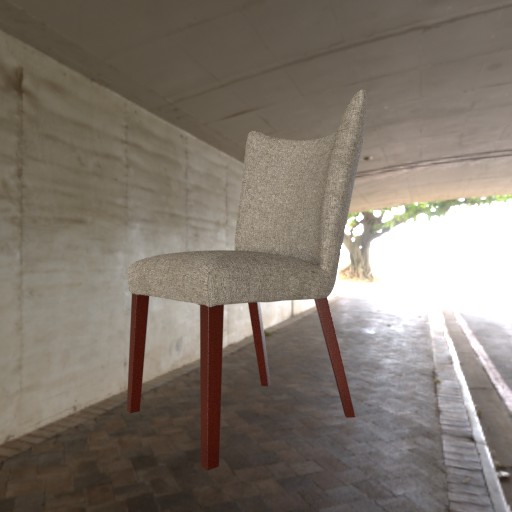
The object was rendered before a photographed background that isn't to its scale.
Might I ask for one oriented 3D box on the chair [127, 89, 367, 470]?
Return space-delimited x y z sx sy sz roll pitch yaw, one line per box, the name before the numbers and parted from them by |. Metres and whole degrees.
chair | 0.000 0.000 1.323 0.623 0.924 0.535 0 -1 -37
